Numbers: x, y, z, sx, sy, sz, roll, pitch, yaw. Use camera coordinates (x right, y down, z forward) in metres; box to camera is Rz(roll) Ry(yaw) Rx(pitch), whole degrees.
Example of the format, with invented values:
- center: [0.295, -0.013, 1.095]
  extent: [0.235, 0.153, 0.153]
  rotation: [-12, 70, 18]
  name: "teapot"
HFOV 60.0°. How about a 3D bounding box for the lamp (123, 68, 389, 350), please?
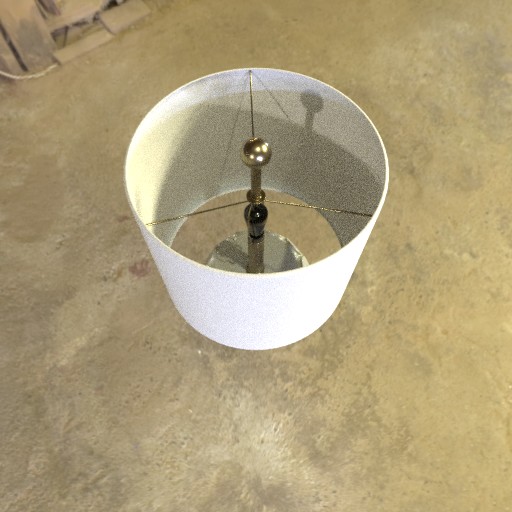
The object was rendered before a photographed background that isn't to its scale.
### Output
- center: [0.000, 0.000, 0.608]
  extent: [0.254, 0.452, 0.254]
  rotation: [0, 62, 0]
  name: "lamp"
